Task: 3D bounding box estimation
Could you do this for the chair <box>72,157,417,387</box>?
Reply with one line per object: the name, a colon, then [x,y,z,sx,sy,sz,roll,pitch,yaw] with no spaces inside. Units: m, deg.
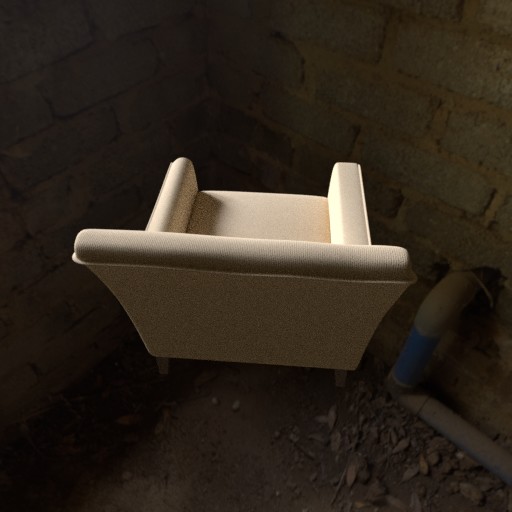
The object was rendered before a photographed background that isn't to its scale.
chair: [0.000,0.000,1.584,0.780,0.919,0.899,3,47,3]
